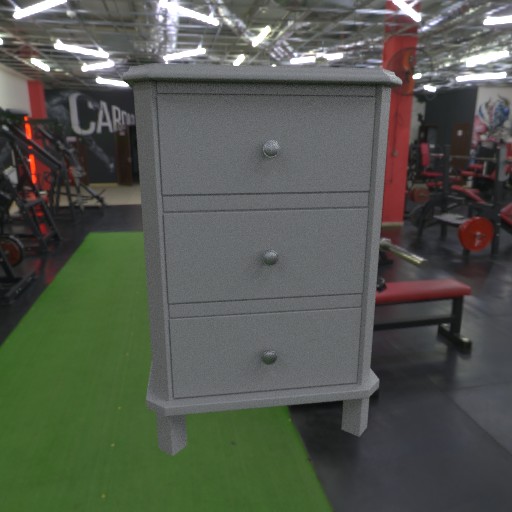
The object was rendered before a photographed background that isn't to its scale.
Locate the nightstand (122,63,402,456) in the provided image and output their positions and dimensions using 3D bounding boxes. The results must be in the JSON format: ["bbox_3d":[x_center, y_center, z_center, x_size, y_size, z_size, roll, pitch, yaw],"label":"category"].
[{"bbox_3d":[0.000,0.000,0.913,0.450,0.680,0.350,-2,15,-8],"label":"nightstand"}]
